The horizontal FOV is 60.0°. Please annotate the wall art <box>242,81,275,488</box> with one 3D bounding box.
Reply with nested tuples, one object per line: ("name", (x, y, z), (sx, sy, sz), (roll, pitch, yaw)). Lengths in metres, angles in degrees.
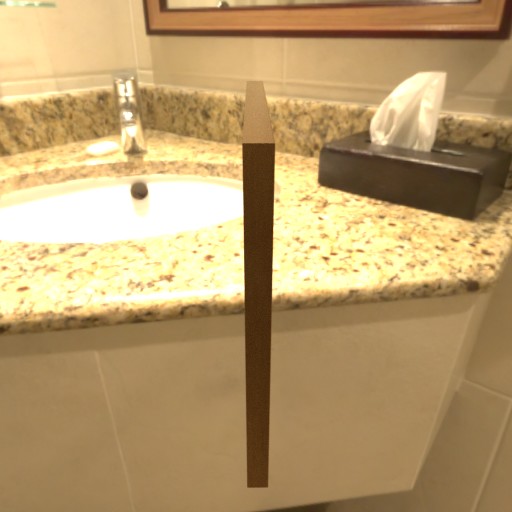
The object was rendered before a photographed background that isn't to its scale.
("wall art", (0.000, 0.000, 0.454), (0.019, 0.302, 0.302), (0, 28, -1))
